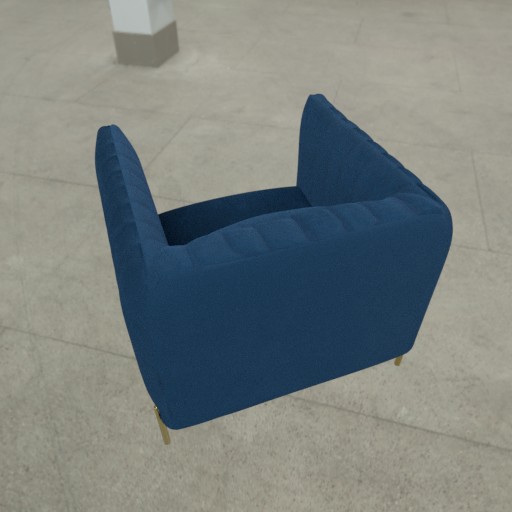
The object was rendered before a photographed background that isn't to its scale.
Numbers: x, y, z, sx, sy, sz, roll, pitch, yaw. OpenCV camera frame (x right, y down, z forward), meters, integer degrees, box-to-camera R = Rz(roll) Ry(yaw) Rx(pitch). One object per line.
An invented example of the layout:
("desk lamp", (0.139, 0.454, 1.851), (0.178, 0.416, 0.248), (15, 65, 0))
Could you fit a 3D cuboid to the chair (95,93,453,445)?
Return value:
("chair", (0.000, 0.000, 1.597), (0.947, 0.793, 0.877), (-14, 44, -15))
